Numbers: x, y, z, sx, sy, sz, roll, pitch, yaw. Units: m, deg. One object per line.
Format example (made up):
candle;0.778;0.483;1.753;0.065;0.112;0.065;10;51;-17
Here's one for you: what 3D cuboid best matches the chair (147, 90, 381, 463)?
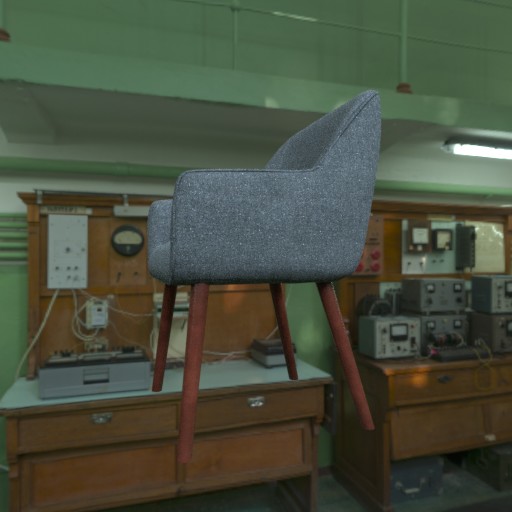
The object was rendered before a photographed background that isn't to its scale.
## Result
chair;0.000;0.000;1.172;0.519;0.803;0.543;0;0;-19
